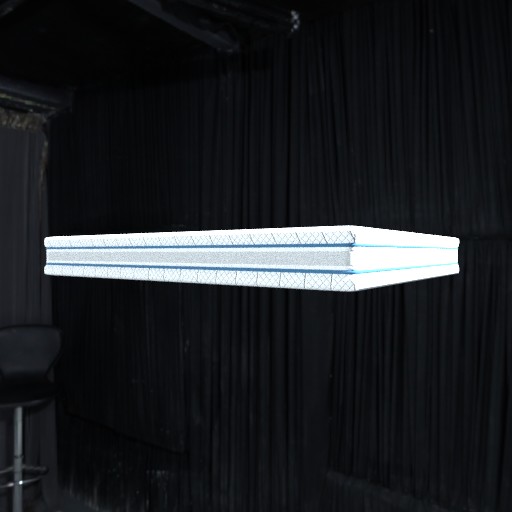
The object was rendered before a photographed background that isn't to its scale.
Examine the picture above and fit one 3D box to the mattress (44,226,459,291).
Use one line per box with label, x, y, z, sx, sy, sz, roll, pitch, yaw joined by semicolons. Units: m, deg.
mattress;0.000;0.000;2.730;2.000;0.230;1.600;0;1;36
